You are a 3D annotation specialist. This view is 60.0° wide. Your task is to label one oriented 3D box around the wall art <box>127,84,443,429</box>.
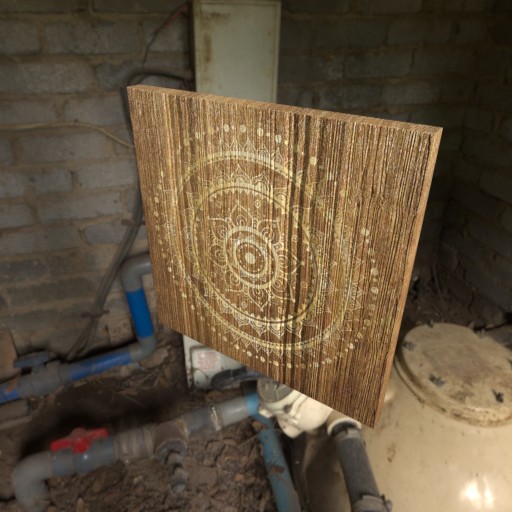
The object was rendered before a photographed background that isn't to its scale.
[{"bbox_3d":[0.000,0.000,0.910,0.611,0.608,0.042,19,35,29],"label":"wall art"}]
